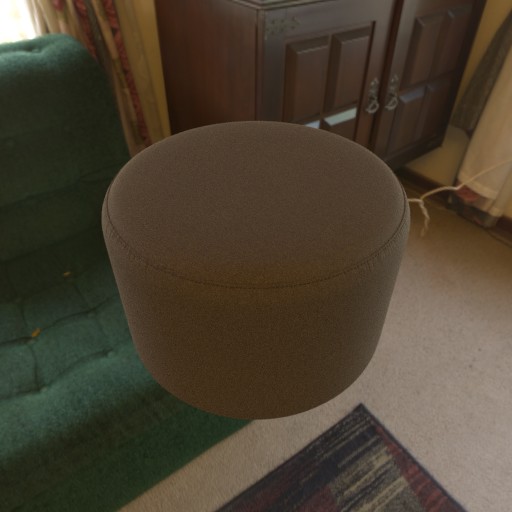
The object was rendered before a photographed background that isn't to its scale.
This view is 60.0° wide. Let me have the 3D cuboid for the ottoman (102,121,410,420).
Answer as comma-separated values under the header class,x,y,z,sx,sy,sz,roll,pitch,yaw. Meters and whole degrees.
class,x,y,z,sx,sy,sz,roll,pitch,yaw
ottoman,0.000,0.000,0.999,0.608,0.433,0.608,0,40,0
